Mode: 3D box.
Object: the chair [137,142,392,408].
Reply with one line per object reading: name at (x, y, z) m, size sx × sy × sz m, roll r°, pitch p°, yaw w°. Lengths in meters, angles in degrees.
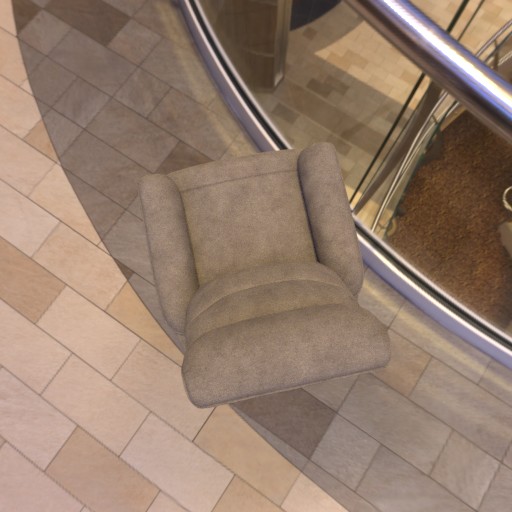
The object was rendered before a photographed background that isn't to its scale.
chair at (0.000, 0.000, 1.777) m, size 0.830 × 1.036 × 1.009 m, roll -12°, pitch 76°, yaw -3°
